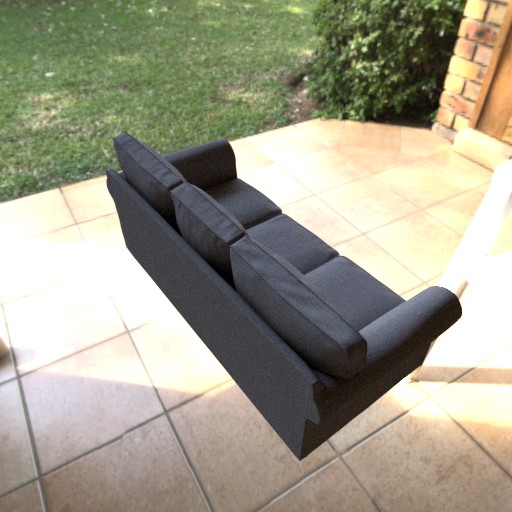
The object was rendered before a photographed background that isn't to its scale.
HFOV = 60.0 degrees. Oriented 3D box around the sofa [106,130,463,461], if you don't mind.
[{"bbox_3d":[0.000,0.000,2.575,0.916,0.961,2.084,-26,48,-27],"label":"sofa"}]
